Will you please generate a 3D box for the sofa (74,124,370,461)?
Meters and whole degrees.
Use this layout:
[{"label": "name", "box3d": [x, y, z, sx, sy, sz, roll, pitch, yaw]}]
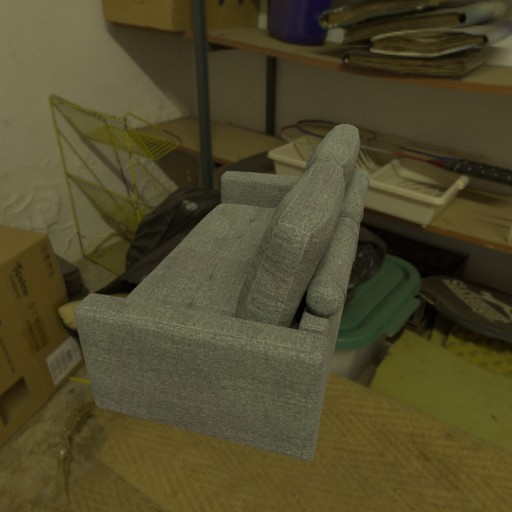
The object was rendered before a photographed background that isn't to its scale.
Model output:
[{"label": "sofa", "box3d": [0.000, 0.000, 1.906, 0.842, 0.907, 1.407, 8, 30, 14]}]
